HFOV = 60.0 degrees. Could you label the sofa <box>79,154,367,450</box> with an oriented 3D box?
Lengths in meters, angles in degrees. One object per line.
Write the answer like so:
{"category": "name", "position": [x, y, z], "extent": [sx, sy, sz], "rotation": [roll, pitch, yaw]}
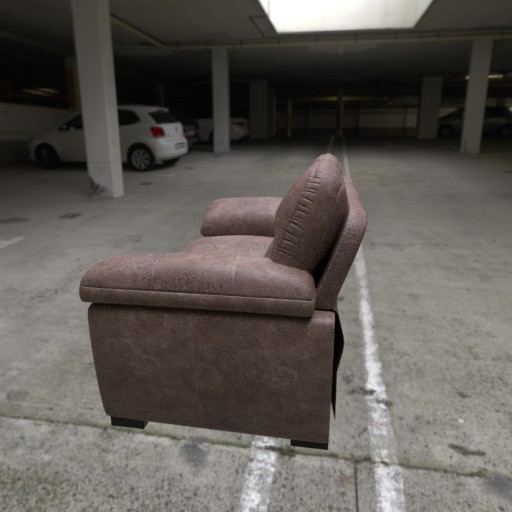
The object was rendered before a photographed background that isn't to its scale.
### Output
{"category": "sofa", "position": [0.000, 0.000, 2.294], "extent": [0.991, 0.991, 1.753], "rotation": [3, 15, 9]}
